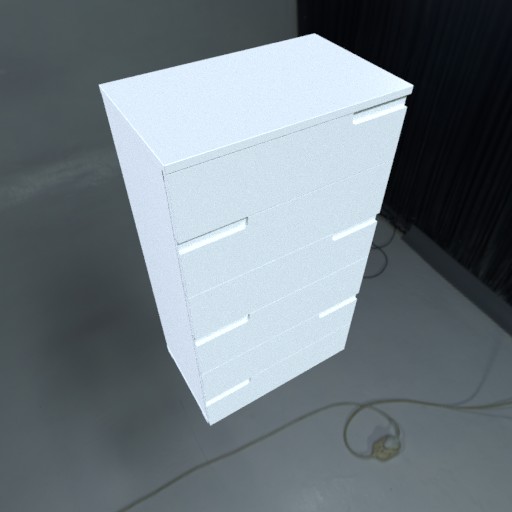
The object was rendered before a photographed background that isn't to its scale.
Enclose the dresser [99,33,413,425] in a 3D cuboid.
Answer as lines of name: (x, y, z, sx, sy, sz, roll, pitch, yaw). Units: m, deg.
dresser: (0.000, 0.000, 1.501, 0.650, 1.190, 0.400, -24, 50, -21)
